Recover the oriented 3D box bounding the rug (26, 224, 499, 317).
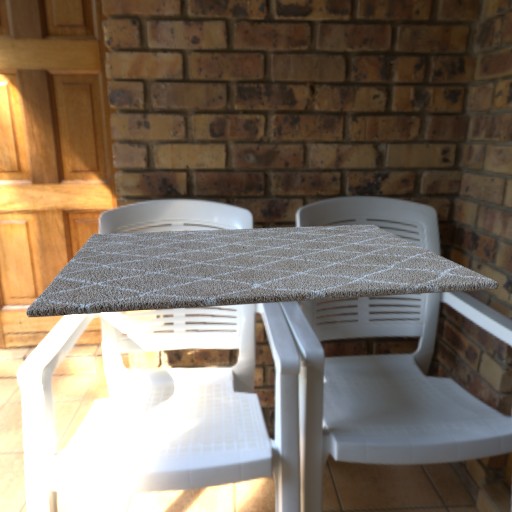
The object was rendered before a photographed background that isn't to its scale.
[{"bbox_3d":[0.000,0.000,2.209,1.778,0.030,1.219,-2,15,-9],"label":"rug"}]
